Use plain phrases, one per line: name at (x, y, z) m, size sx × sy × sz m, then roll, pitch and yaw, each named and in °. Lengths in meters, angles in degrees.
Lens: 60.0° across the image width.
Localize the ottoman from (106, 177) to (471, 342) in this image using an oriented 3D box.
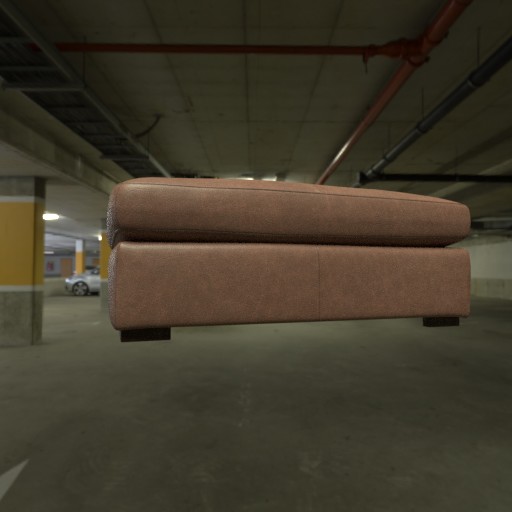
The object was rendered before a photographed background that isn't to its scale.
ottoman at (0.000, 0.000, 1.818) m, size 1.168 × 0.490 × 1.168 m, roll 1°, pitch -2°, yaw -18°
